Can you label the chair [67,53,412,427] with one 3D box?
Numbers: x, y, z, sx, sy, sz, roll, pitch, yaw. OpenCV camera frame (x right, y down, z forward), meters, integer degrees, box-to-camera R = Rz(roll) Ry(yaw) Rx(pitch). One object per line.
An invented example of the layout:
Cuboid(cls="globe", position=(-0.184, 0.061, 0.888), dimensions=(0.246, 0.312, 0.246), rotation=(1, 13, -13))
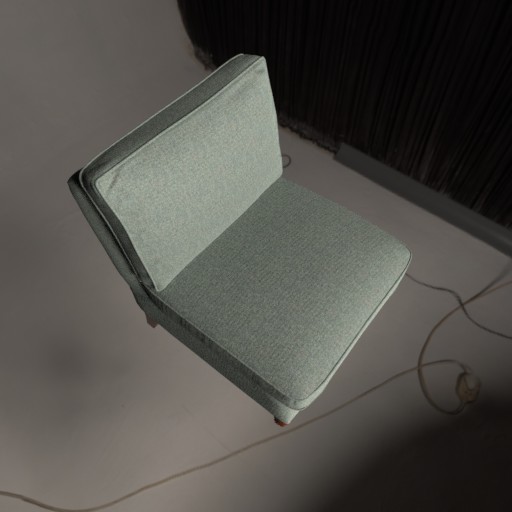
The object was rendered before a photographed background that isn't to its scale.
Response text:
Cuboid(cls="chair", position=(0.000, 0.000, 1.392), dimensions=(0.796, 0.901, 0.624), rotation=(34, 63, 20))
